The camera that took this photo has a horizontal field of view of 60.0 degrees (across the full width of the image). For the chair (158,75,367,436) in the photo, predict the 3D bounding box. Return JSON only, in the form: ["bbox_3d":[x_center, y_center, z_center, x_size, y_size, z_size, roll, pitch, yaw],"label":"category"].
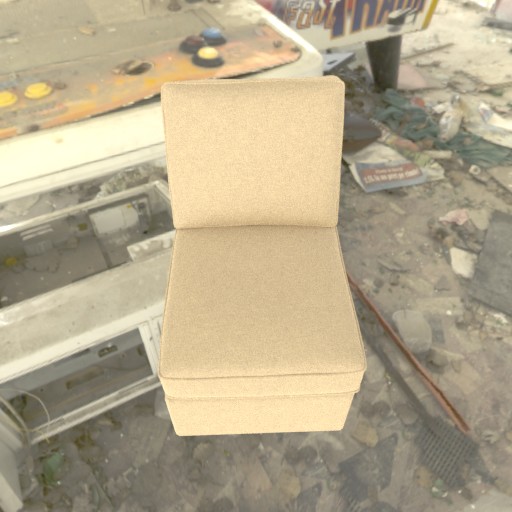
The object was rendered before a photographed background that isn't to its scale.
[{"bbox_3d":[0.000,0.000,1.555,0.621,0.970,0.938,-1,46,-1],"label":"chair"}]
